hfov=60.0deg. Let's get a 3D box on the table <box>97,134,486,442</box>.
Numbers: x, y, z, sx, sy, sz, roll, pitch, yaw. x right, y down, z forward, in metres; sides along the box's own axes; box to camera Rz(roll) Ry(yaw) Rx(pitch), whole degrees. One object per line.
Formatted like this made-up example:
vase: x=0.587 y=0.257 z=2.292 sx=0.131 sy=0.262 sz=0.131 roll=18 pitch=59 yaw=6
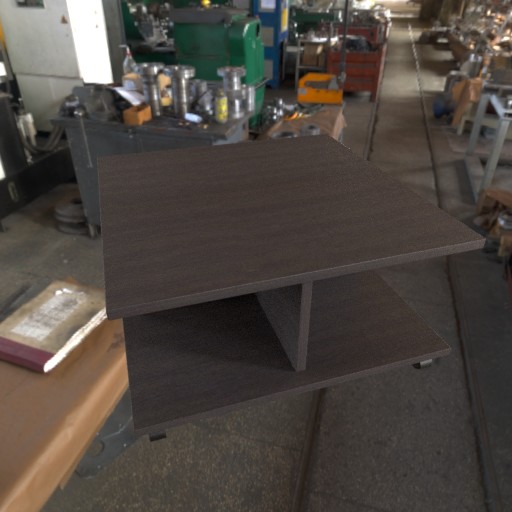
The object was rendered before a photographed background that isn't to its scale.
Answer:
table: x=0.000 y=0.000 z=1.235 sx=0.762 sy=0.396 sz=0.762 roll=-10 pitch=34 yaw=-15
